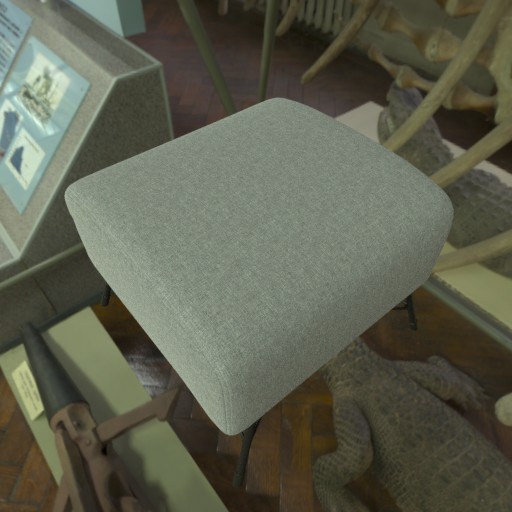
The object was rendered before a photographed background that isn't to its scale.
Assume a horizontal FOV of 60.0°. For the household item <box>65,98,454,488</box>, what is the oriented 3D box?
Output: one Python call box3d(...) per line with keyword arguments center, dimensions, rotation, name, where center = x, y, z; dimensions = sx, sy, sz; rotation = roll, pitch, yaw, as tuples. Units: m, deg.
box3d(center=(0.000, 0.000, 0.883), dimensions=(0.530, 0.410, 0.530), rotation=(-32, 55, -26), name="household item")
